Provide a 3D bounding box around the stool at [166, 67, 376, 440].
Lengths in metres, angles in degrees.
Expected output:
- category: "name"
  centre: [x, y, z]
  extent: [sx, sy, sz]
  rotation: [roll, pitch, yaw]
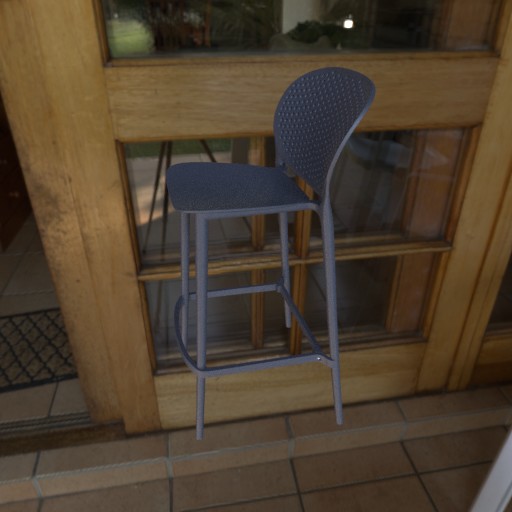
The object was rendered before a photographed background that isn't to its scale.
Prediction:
- category: "stool"
  centre: [0.000, 0.000, 1.362]
  extent: [0.535, 1.045, 0.536]
  rotation: [-8, 31, -13]
